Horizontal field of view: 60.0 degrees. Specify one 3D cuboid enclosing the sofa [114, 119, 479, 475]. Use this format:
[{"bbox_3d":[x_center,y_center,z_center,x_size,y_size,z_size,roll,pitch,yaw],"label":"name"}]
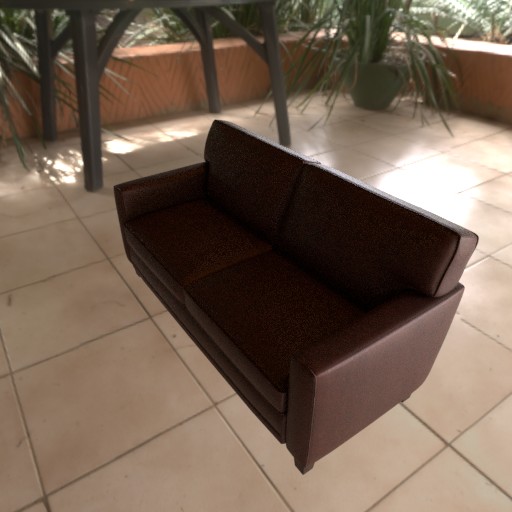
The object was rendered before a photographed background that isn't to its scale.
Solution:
[{"bbox_3d":[0.000,0.000,2.337,0.912,0.928,1.876,-21,39,-29],"label":"sofa"}]
